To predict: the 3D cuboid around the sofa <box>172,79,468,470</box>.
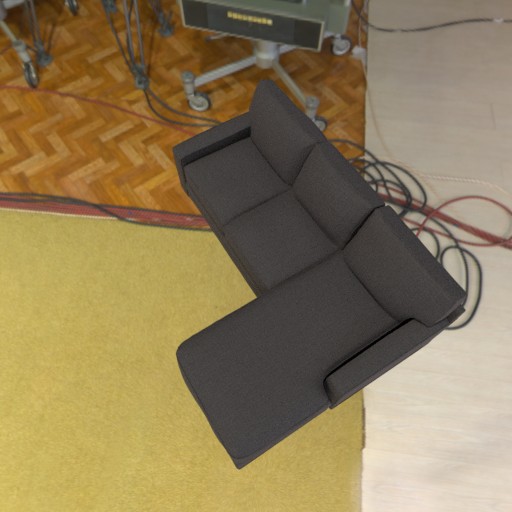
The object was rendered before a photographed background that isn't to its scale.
[{"bbox_3d":[0.000,0.000,3.353,1.790,0.973,2.370,-29,66,-14],"label":"sofa"}]
